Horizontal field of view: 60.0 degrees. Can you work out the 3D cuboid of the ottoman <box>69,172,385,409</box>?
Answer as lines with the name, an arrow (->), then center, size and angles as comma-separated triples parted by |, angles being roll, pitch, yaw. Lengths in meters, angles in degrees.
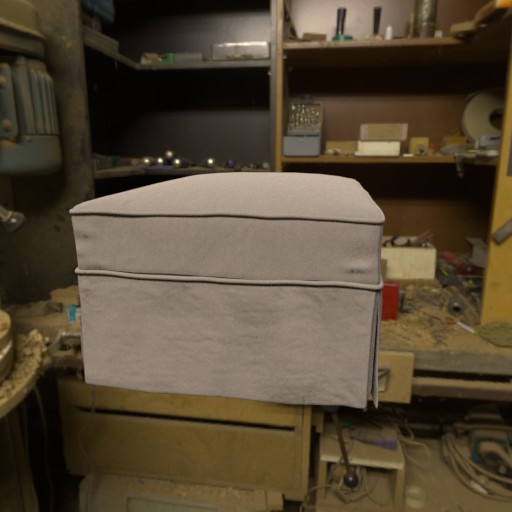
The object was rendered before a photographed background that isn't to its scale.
ottoman -> 0.000, 0.000, 1.341 | 0.703, 0.479, 0.944 | 2, 14, 9
